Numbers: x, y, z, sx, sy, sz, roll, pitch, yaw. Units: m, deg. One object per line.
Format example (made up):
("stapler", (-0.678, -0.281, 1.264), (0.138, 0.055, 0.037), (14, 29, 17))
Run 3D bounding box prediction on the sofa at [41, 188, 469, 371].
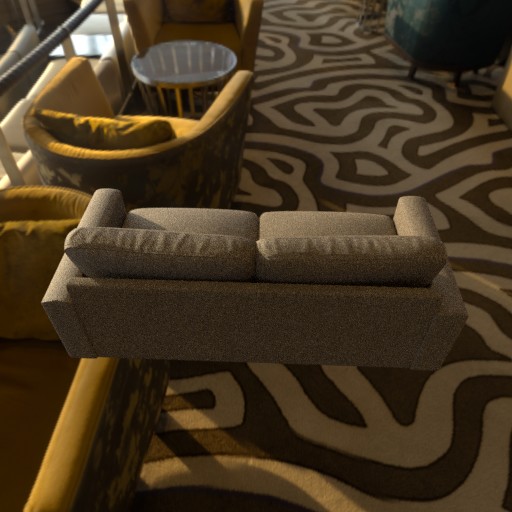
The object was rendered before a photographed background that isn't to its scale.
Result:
("sofa", (0.000, 0.000, 2.680), (2.179, 0.873, 1.016), (2, 45, 2))
